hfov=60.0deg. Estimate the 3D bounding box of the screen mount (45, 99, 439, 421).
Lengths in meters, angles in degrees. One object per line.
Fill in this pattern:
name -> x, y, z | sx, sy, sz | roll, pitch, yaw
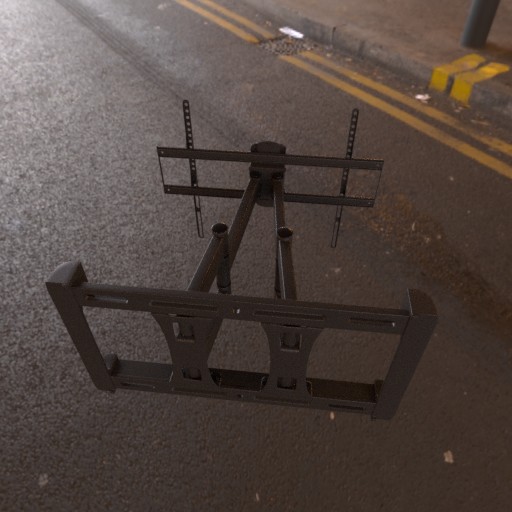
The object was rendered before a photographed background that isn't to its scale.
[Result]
screen mount -> 0.000, 0.000, 1.099 | 0.661, 0.491, 0.644 | 4, 44, 5
